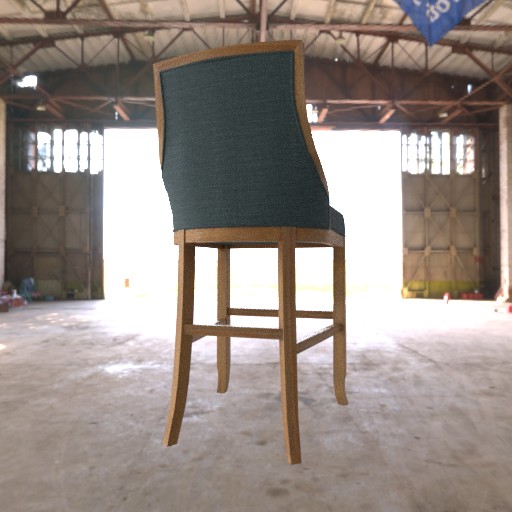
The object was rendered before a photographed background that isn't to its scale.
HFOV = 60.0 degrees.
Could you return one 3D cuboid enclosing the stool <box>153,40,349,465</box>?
[{"bbox_3d":[0.000,0.000,1.458,0.524,1.101,0.626,0,-1,18],"label":"stool"}]
